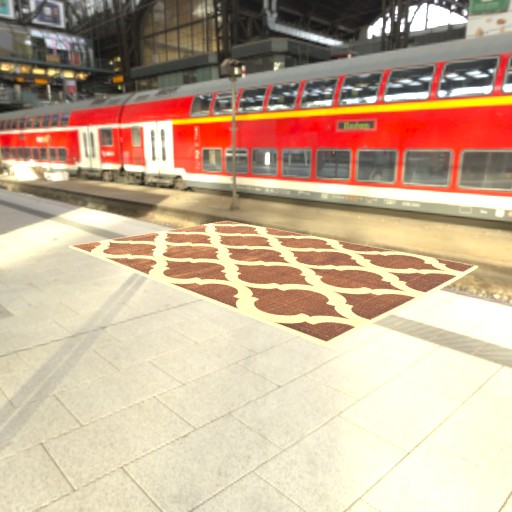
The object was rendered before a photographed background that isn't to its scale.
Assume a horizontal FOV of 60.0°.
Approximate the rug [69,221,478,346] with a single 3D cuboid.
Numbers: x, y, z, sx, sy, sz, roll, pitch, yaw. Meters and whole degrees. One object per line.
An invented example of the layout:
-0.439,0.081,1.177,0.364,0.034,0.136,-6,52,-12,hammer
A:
0.000,0.000,2.922,2.290,0.014,1.526,14,20,43,rug
